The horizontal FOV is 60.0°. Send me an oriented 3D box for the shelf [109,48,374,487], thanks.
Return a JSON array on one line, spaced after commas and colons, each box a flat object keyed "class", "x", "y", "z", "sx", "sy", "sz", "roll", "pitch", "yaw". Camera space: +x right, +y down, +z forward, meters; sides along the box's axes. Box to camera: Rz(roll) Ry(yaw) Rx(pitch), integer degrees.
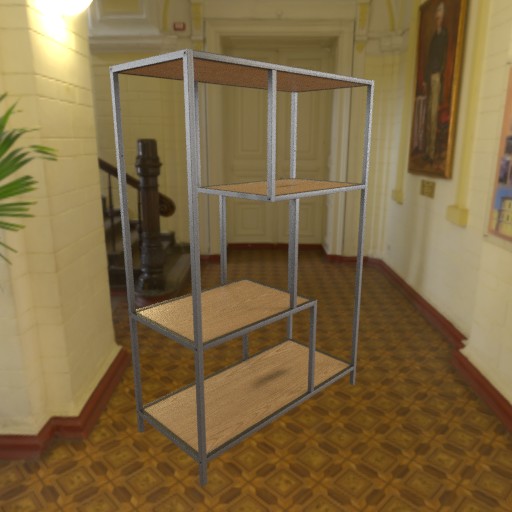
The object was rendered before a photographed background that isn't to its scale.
[{"class": "shelf", "x": 0.000, "y": 0.000, "z": 1.486, "sx": 0.770, "sy": 1.138, "sz": 0.350, "roll": -14, "pitch": 21, "yaw": -43}]
